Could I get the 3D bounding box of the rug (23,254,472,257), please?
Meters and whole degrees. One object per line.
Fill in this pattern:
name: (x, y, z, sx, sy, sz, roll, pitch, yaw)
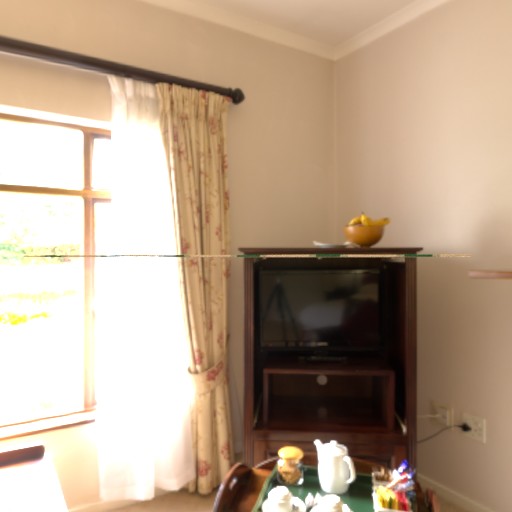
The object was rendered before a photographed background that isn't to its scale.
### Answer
rug: (0.000, 0.000, 2.983, 2.436, 0.015, 1.521, 0, 0, 19)
